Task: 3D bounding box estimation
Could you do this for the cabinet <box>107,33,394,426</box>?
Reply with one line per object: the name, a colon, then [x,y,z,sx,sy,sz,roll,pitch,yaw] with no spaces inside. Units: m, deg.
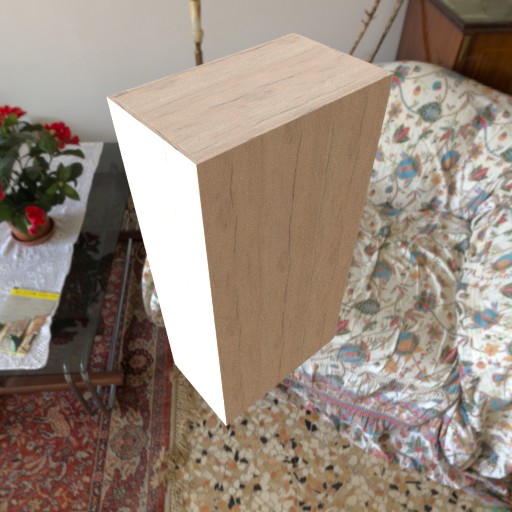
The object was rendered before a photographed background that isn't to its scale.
cabinet: [0.000,0.000,2.420,0.980,1.930,0.580,-32,54,-27]
